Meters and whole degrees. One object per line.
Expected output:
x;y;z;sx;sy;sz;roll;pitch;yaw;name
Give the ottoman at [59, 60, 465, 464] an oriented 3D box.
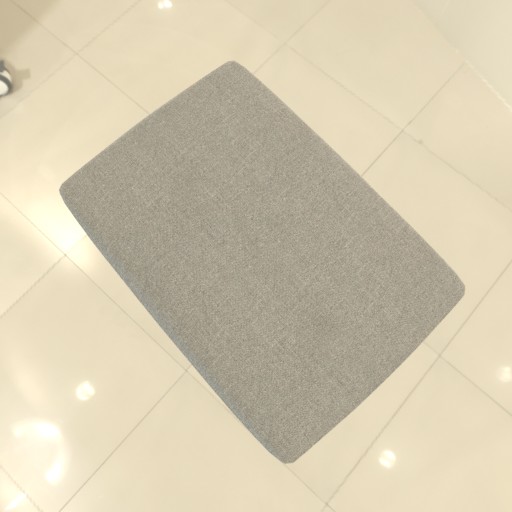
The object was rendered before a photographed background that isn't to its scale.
0.000;0.000;1.164;0.584;0.457;0.838;-40;78;-10;ottoman
